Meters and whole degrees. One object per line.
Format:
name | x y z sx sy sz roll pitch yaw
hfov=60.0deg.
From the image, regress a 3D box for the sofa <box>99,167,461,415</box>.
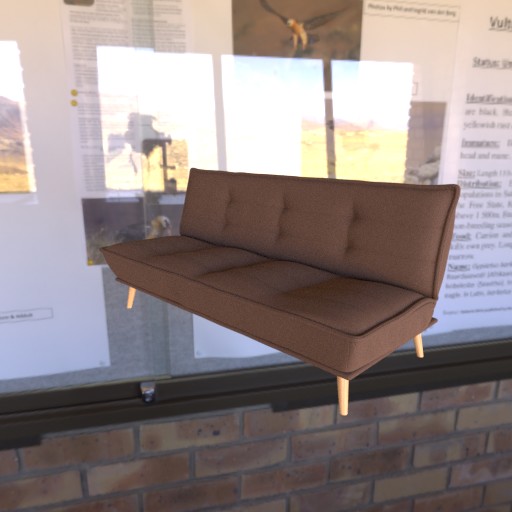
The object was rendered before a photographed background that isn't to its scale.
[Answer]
sofa | 0.000 0.000 2.506 1.940 0.890 0.950 14 20 43
